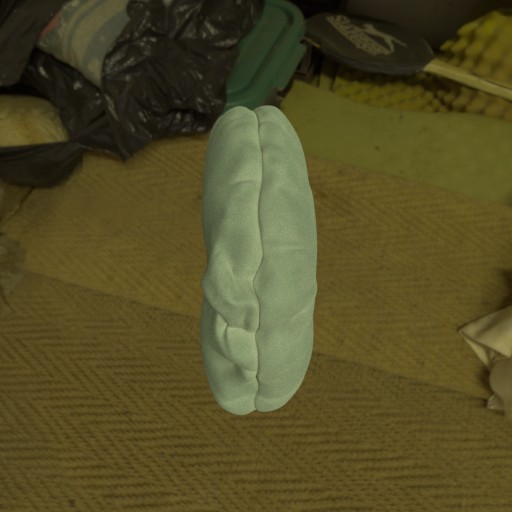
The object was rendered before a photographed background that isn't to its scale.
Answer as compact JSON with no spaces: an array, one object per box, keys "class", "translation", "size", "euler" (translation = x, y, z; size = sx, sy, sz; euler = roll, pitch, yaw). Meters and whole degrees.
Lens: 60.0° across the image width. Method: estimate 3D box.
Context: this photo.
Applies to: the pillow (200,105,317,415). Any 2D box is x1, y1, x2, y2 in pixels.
[{"class":"pillow","translation":[0.000,0.000,0.638],"size":[0.148,0.407,0.428],"euler":[-1,58,0]}]
